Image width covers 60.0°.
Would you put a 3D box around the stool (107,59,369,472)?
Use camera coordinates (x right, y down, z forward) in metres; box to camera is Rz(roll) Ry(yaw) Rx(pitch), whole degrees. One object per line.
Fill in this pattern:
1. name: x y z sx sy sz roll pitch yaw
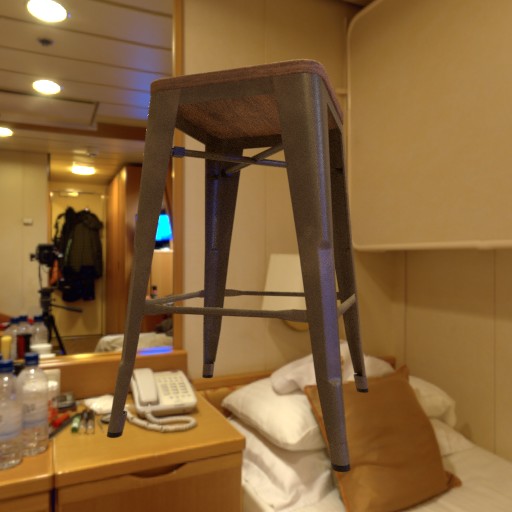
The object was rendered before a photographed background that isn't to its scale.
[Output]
1. stool: 0.000 0.000 0.875 0.407 0.607 0.407 0 0 18
